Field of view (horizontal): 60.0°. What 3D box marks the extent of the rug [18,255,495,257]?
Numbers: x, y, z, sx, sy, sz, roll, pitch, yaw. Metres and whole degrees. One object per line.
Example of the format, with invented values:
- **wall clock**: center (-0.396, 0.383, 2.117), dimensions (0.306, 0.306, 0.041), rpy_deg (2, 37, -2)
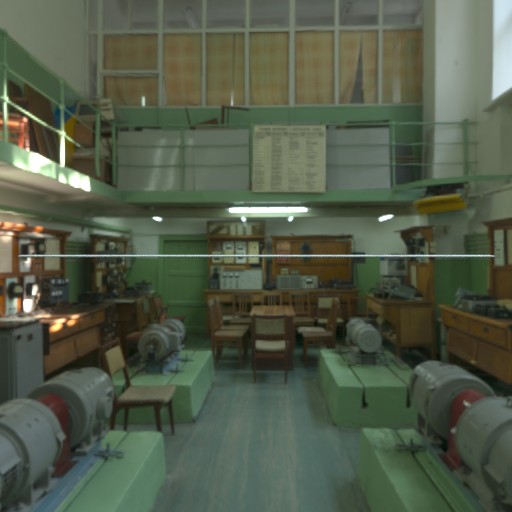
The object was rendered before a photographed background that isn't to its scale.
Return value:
- **rug**: center (0.000, 0.000, 2.367), dimensions (2.196, 0.011, 0.662), rpy_deg (0, 0, 0)
